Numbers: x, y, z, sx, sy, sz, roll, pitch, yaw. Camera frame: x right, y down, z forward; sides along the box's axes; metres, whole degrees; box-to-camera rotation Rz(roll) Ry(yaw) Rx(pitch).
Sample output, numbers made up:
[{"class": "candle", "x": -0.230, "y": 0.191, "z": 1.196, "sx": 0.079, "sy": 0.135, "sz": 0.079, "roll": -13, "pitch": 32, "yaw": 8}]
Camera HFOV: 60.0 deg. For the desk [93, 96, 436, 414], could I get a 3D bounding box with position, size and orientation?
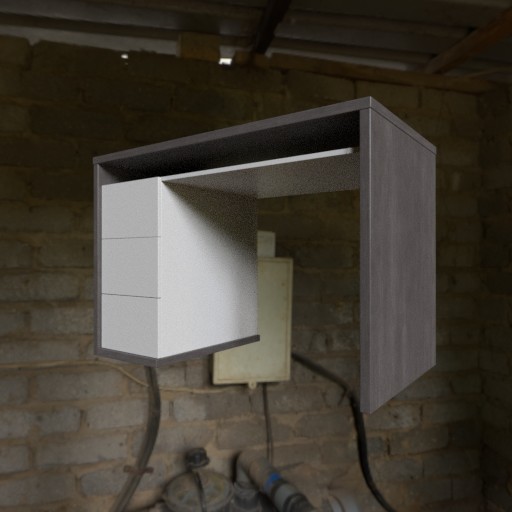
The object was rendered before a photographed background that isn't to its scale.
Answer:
[{"class": "desk", "x": 0.000, "y": 0.000, "z": 1.606, "sx": 1.100, "sy": 0.750, "sz": 0.600, "roll": 0, "pitch": 0, "yaw": 36}]
